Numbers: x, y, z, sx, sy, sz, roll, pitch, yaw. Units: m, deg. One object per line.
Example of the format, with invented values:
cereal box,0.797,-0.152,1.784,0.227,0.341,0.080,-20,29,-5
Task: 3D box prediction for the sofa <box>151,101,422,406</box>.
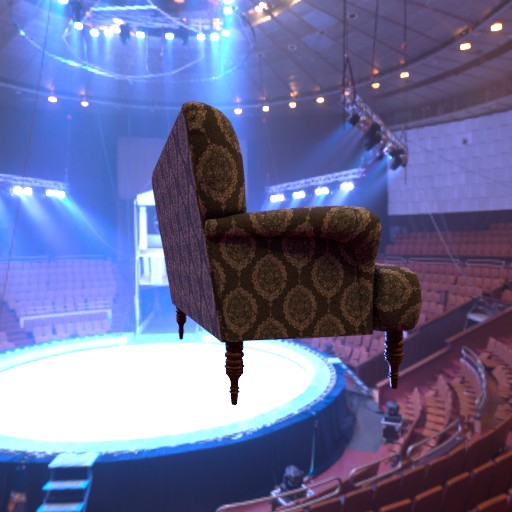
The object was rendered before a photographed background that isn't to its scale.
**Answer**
sofa,0.000,0.000,1.869,0.779,0.867,1.297,0,0,-18
